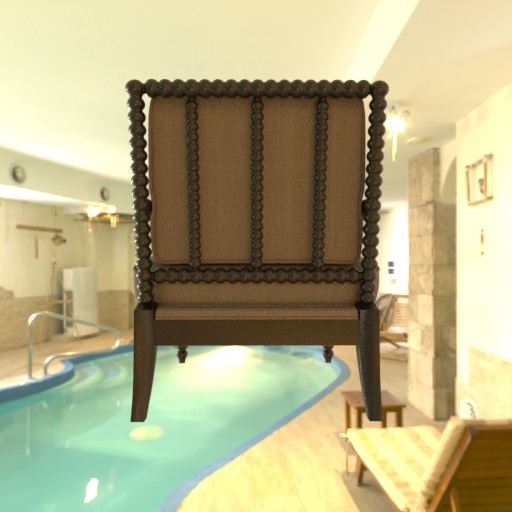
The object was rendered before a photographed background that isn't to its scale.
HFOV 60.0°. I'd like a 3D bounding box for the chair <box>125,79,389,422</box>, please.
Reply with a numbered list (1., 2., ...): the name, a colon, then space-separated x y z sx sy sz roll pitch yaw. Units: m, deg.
1. chair: 0.000 0.000 1.124 0.540 0.661 0.622 0 -1 -1
